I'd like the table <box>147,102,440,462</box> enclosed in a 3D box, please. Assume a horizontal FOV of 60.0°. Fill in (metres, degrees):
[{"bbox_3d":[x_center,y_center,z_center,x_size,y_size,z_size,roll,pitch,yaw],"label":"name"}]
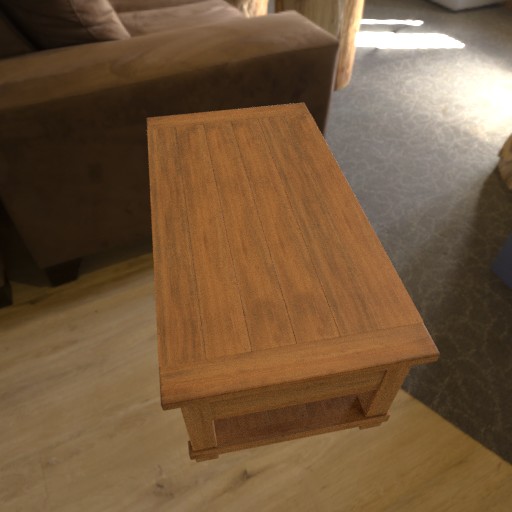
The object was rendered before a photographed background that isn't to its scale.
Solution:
[{"bbox_3d":[0.000,0.000,1.644,0.693,0.494,1.270,-8,47,-7],"label":"table"}]
